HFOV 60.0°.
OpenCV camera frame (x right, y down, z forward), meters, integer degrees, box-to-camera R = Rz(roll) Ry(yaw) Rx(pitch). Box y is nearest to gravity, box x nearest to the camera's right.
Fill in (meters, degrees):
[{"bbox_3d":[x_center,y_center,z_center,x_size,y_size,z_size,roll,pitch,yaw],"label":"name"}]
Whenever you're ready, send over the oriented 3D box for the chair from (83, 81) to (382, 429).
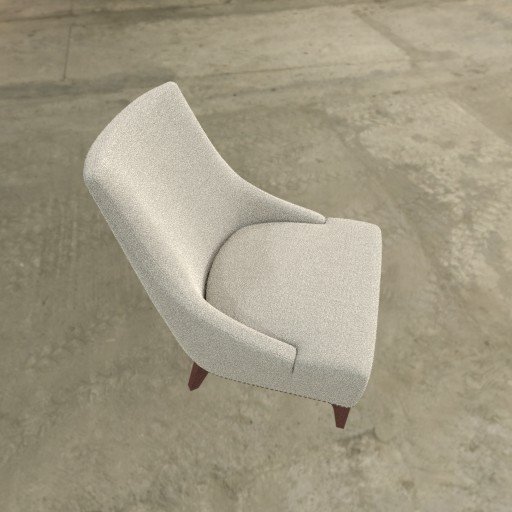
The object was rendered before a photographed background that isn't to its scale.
[{"bbox_3d":[0.000,0.000,1.504,0.861,0.909,0.701,10,46,10],"label":"chair"}]
